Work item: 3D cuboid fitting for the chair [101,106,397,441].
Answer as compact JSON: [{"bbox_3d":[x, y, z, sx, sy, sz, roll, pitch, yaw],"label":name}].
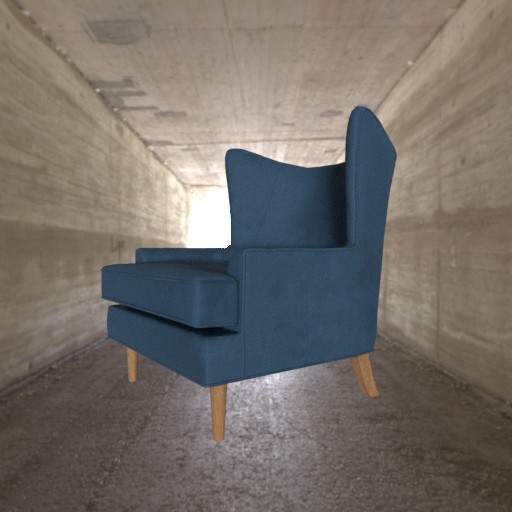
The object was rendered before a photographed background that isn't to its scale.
[{"bbox_3d":[0.000,0.000,1.621,0.910,0.952,0.793,-1,1,-36],"label":"chair"}]
